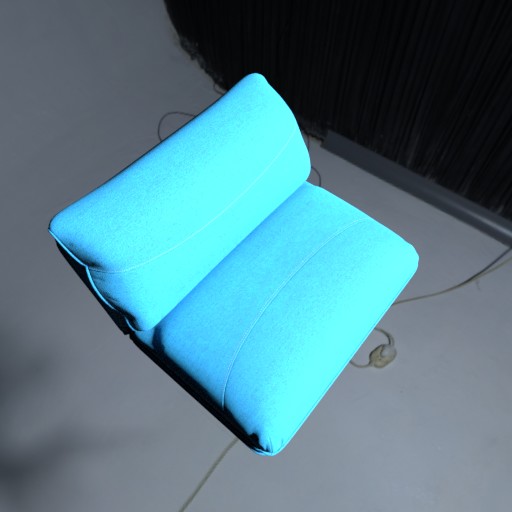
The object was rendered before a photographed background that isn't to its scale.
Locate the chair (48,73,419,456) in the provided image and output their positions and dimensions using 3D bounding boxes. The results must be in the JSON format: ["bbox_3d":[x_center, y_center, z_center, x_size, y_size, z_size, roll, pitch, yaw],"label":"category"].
[{"bbox_3d":[0.000,0.000,1.340,0.780,0.580,0.820,35,64,20],"label":"chair"}]
